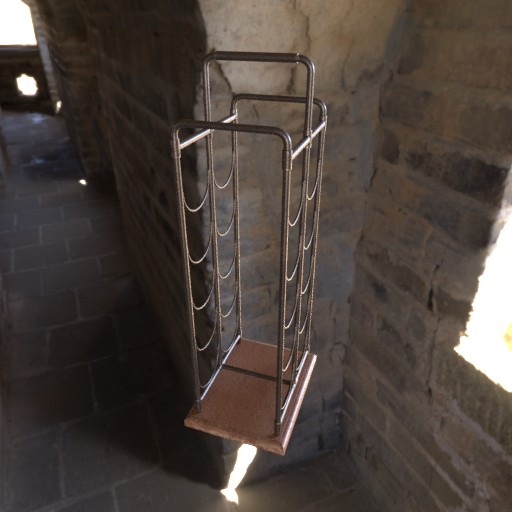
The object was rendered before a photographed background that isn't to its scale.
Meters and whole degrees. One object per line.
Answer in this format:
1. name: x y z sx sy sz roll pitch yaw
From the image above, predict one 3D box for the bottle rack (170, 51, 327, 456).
1. bottle rack: 0.000 0.000 0.811 0.208 0.680 0.276 10 31 17
